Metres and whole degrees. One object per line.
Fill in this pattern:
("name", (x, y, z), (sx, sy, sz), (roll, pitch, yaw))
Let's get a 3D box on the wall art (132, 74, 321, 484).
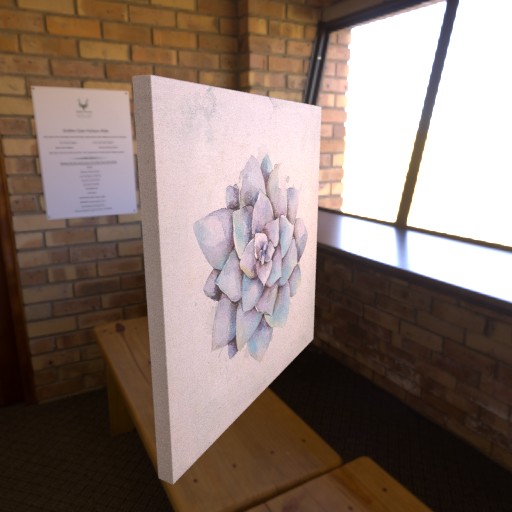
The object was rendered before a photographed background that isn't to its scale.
("wall art", (0.000, 0.000, 1.117), (0.038, 0.762, 0.762), (8, 16, 27))
